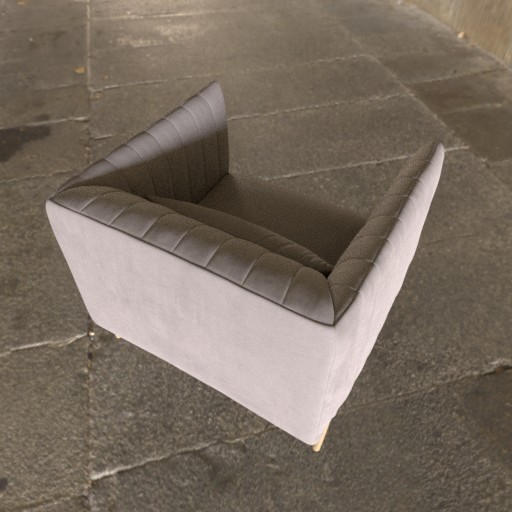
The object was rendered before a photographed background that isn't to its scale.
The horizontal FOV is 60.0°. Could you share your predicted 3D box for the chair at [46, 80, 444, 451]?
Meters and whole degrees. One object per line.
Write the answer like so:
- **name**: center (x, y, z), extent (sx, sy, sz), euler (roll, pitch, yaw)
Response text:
- **chair**: center (0.000, 0.000, 1.592), extent (0.981, 0.779, 0.873), euler (23, 50, 21)
